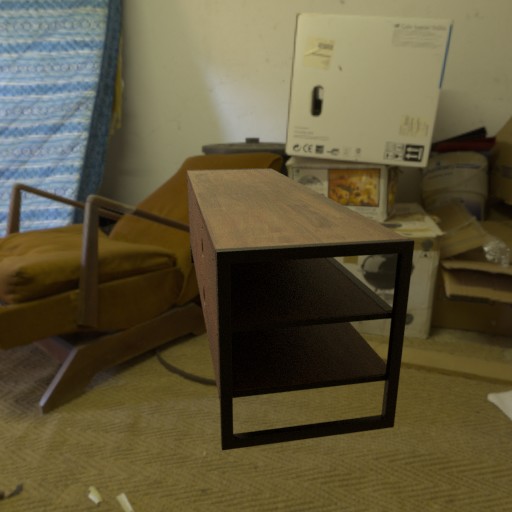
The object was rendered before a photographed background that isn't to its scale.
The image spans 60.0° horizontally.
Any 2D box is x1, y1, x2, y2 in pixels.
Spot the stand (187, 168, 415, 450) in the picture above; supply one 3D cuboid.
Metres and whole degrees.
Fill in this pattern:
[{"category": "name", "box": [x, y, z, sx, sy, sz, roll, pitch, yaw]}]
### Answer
[{"category": "stand", "box": [0.000, 0.000, 1.733, 0.454, 0.506, 1.480, -3, 18, -10]}]
